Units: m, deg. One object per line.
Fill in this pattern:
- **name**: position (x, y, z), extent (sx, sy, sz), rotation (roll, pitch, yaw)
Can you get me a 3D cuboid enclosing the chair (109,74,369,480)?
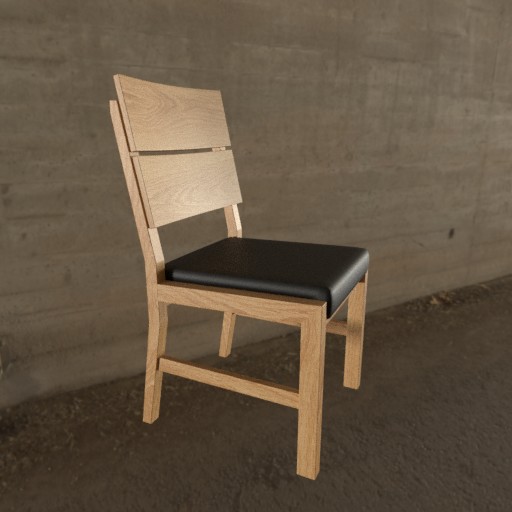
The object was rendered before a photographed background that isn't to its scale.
- **chair**: position (0.000, 0.000, 1.274), extent (0.569, 0.950, 0.475), rotation (7, 17, 25)
